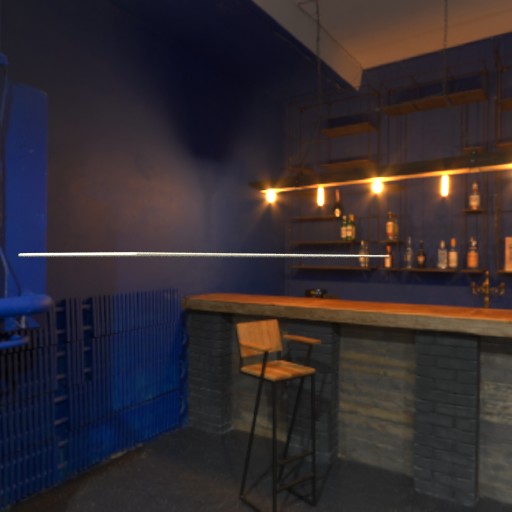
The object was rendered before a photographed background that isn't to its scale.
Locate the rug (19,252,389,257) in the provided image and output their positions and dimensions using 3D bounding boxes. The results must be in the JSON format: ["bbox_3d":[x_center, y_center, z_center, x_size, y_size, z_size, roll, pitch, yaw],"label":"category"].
[{"bbox_3d":[0.000,0.000,2.676,0.793,0.014,2.450,0,0,36],"label":"rug"}]
